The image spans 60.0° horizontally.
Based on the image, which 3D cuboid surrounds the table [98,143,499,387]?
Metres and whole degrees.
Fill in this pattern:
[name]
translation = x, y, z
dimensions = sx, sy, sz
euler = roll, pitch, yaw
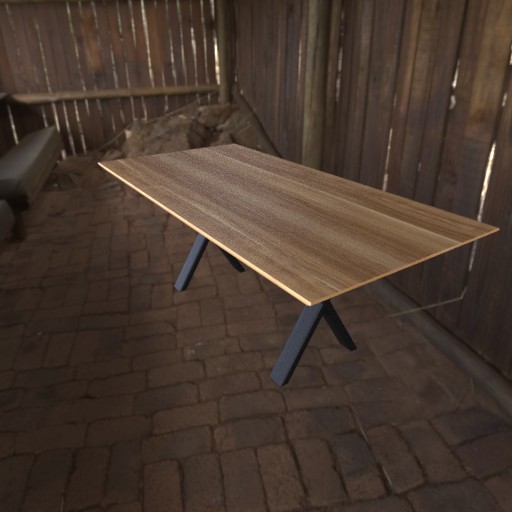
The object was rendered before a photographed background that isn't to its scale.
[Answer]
[table]
translation = 0.000, 0.000, 2.434
dimensions = 1.000, 0.770, 2.000
euler = -17, 30, -31
